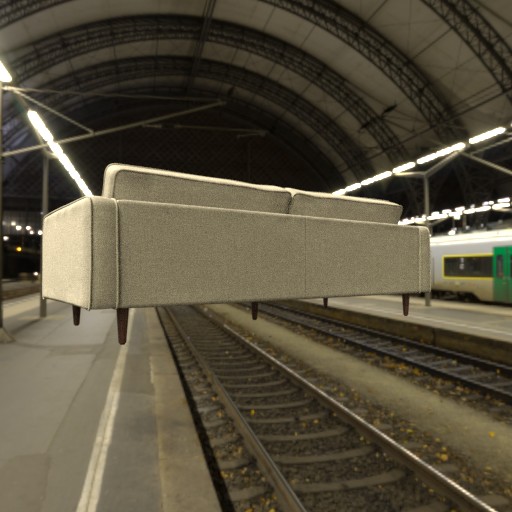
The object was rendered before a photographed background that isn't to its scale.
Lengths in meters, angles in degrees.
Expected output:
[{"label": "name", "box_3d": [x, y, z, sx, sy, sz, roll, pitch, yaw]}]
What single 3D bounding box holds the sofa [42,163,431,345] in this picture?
[{"label": "sofa", "box_3d": [0.000, 0.000, 2.640, 2.211, 0.762, 0.914, 1, -2, -36]}]
